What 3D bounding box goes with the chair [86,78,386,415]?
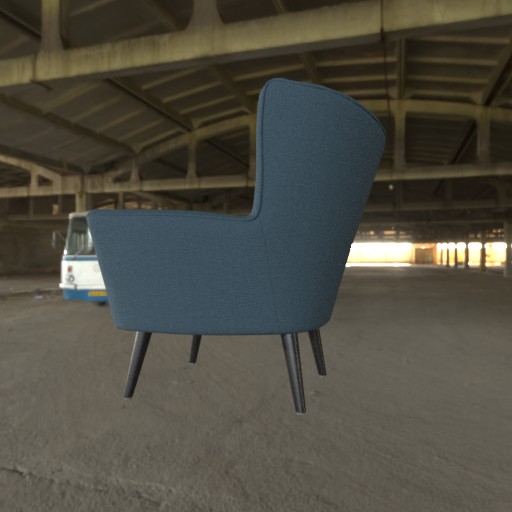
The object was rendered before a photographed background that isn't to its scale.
[{"bbox_3d":[0.000,0.000,1.575,0.888,0.933,0.781,0,0,17],"label":"chair"}]
